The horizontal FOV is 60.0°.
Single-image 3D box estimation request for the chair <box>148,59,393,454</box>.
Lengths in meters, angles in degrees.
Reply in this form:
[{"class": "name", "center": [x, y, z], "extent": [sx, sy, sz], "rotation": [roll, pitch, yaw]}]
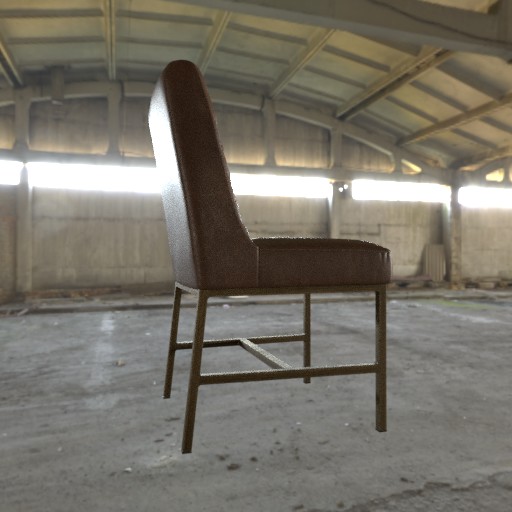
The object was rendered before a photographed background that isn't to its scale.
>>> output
[{"class": "chair", "center": [0.000, 0.000, 1.270], "extent": [0.587, 0.889, 0.508], "rotation": [0, 0, -17]}]
